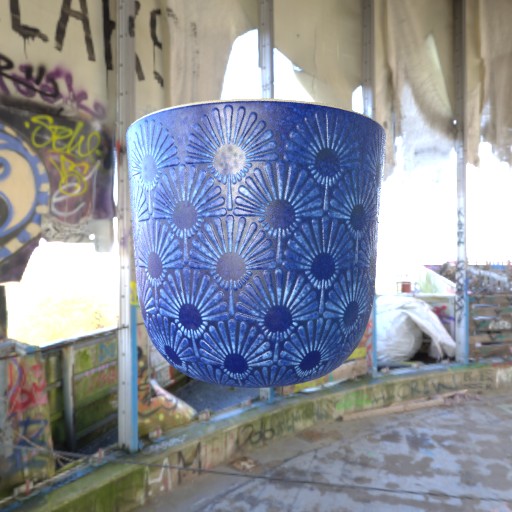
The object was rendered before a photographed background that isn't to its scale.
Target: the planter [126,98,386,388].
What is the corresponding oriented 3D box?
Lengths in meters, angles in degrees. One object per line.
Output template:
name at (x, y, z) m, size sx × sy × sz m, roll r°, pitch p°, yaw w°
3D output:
planter at (0.000, 0.000, 0.367) m, size 0.206 × 0.190 × 0.206 m, roll 0°, pitch 0°, yaw 0°
